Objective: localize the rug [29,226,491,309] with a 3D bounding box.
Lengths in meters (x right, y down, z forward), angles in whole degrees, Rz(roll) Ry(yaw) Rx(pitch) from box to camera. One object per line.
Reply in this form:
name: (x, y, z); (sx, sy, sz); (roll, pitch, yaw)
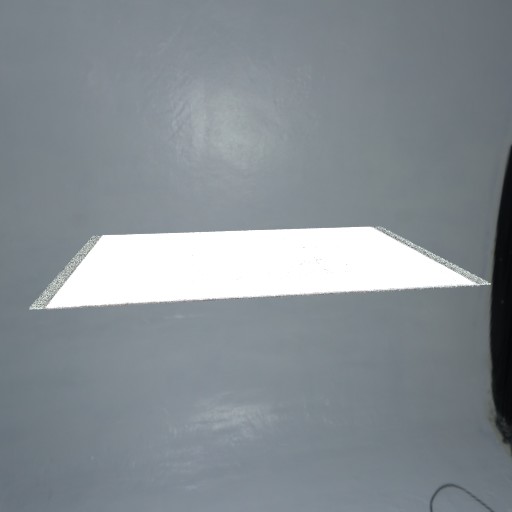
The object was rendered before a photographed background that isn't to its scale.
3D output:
rug: (0.000, 0.000, 3.020); (2.440, 0.010, 1.528); (-2, 16, -8)
